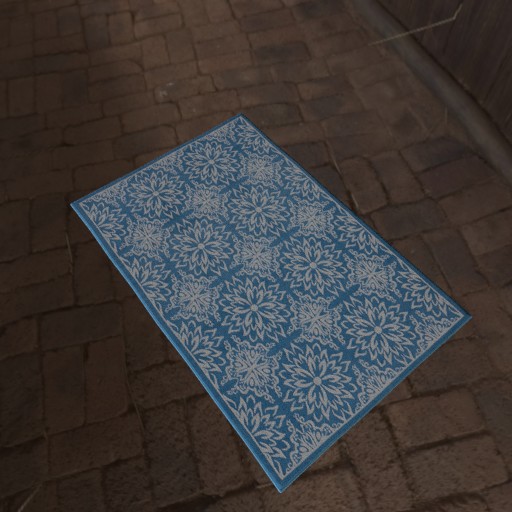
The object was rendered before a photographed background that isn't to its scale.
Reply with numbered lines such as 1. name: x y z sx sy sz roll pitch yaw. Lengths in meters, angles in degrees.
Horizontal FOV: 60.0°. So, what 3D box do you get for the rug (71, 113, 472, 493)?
1. rug: 0.000 0.000 3.496 1.830 0.018 2.769 -34 64 -19
